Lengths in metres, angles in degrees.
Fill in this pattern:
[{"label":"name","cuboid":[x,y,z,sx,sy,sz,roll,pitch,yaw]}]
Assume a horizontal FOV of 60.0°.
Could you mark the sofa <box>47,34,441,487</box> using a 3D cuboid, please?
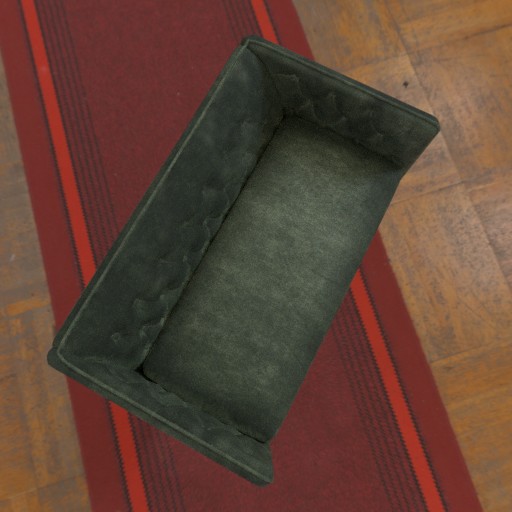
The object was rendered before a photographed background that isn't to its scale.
[{"label":"sofa","cuboid":[0.000,0.000,1.989,0.895,0.768,1.537,27,78,6]}]
